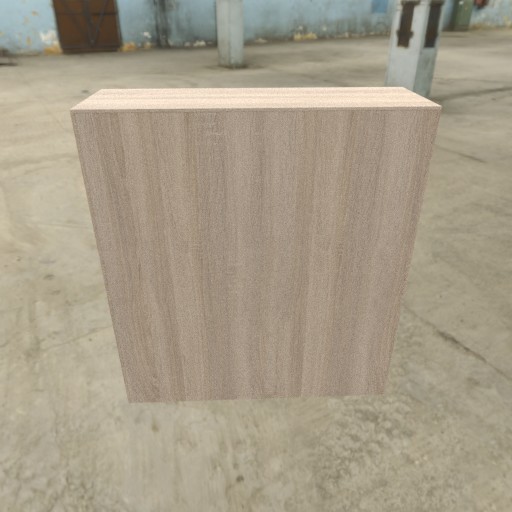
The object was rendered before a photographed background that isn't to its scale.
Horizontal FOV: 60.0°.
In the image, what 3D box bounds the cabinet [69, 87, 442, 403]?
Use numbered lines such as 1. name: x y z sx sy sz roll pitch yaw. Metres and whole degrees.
1. cabinet: 0.000 0.000 3.001 1.870 2.060 0.620 -1 30 -2
